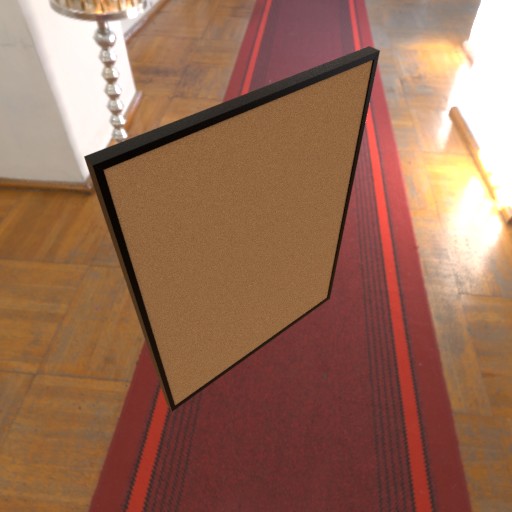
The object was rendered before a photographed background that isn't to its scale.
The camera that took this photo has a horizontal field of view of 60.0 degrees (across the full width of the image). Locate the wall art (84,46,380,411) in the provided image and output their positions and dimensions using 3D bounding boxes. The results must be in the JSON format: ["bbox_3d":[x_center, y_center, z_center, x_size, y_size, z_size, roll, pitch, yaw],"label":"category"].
[{"bbox_3d":[0.000,0.000,1.384,0.805,1.062,0.040,-31,54,-26],"label":"wall art"}]
